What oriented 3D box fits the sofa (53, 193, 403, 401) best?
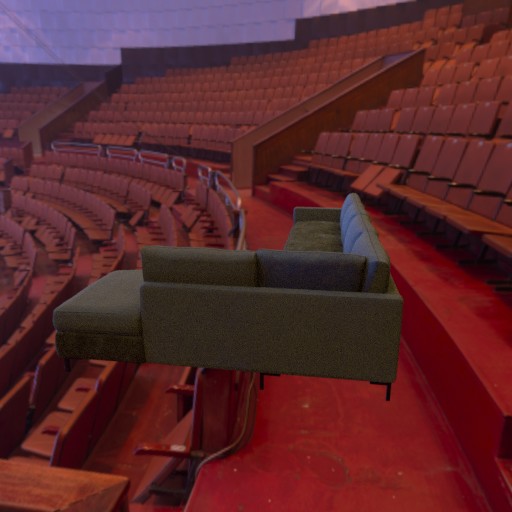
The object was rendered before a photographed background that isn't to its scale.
[{"bbox_3d":[0.000,0.000,3.258,1.707,0.687,2.486,2,16,9],"label":"sofa"}]
